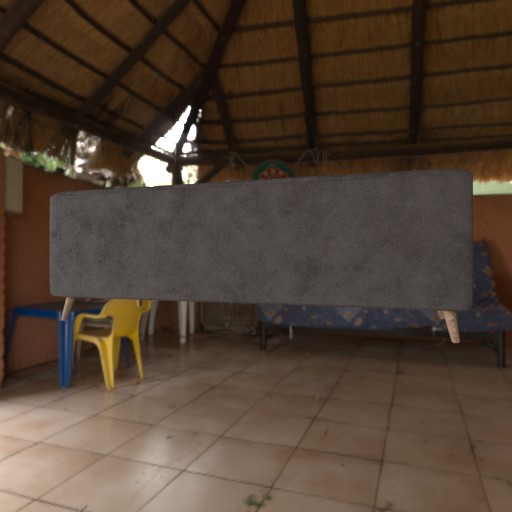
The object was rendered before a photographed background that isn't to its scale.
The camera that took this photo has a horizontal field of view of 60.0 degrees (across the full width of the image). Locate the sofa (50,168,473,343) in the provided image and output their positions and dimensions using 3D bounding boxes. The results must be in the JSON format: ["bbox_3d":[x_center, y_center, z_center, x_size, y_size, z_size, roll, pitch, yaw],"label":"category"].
[{"bbox_3d":[0.000,0.000,2.584,2.190,0.740,0.900,0,0,19],"label":"sofa"}]
